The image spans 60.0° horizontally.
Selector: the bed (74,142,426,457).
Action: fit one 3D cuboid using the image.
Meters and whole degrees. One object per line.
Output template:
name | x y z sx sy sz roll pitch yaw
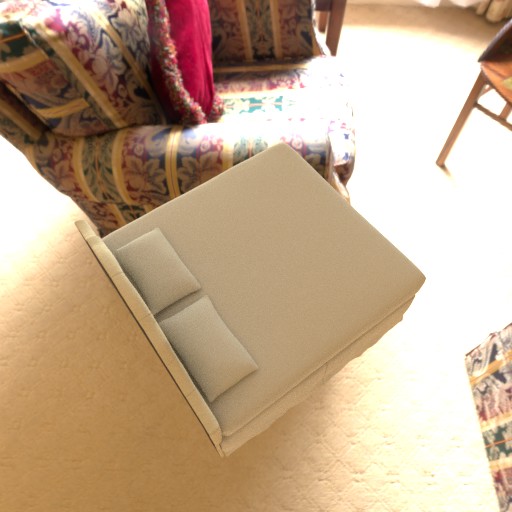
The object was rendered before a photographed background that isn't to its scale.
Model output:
bed | 0.000 0.000 3.550 2.086 1.555 2.012 -32 64 -18
